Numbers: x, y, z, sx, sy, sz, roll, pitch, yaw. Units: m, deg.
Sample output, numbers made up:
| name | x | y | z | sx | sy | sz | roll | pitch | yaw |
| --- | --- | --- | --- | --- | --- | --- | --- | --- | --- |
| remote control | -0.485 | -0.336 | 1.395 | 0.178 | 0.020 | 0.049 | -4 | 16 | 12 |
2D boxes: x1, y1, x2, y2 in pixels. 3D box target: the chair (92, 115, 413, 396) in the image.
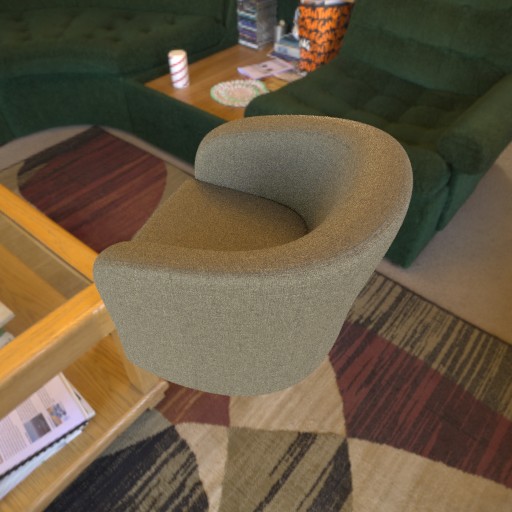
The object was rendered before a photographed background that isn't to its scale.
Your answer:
| name | x | y | z | sx | sy | sz | roll | pitch | yaw |
| --- | --- | --- | --- | --- | --- | --- | --- | --- | --- |
| chair | 0.000 | 0.000 | 1.443 | 0.815 | 0.771 | 0.791 | 16 | 48 | 15 |
